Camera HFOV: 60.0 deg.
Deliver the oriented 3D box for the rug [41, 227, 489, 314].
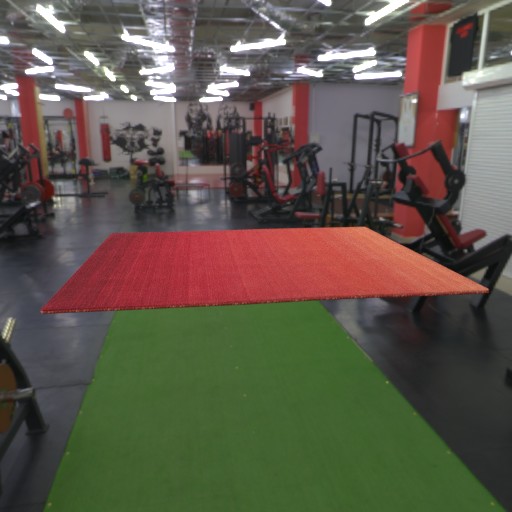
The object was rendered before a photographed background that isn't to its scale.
[{"bbox_3d":[0.000,0.000,3.937,2.905,0.028,2.340,-2,15,-7],"label":"rug"}]
